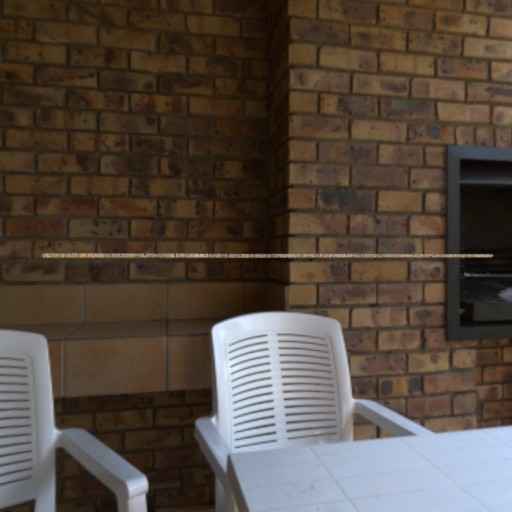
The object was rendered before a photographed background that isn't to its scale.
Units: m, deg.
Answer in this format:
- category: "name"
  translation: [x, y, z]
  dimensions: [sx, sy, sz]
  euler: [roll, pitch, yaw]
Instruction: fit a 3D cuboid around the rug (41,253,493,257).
- category: "rug"
  translation: [0.000, 0.000, 2.293]
  dimensions: [1.846, 0.014, 1.243]
  euler: [0, 0, -17]
